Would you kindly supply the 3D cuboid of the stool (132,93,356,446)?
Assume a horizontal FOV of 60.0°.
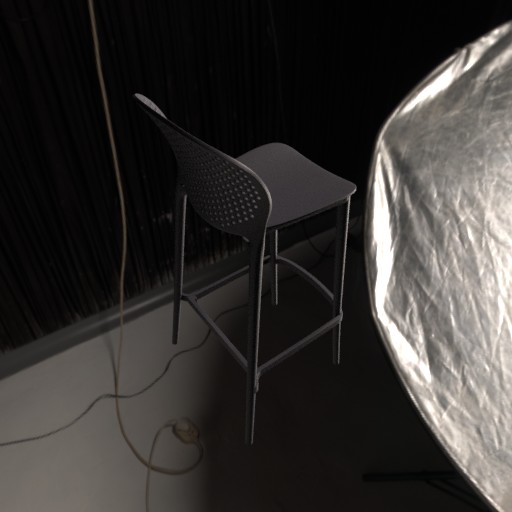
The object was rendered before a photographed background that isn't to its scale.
[{"bbox_3d":[0.000,0.000,1.379,0.535,1.045,0.536,-25,46,-27],"label":"stool"}]
